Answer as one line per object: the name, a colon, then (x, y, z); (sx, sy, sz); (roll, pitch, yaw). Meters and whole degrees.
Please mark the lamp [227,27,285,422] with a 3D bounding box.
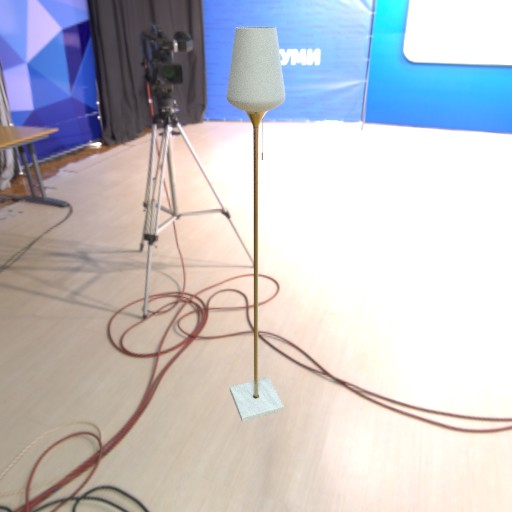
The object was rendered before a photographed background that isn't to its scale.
lamp: (0.000, 0.000, 1.978); (0.232, 1.813, 0.229); (-10, 31, -17)
